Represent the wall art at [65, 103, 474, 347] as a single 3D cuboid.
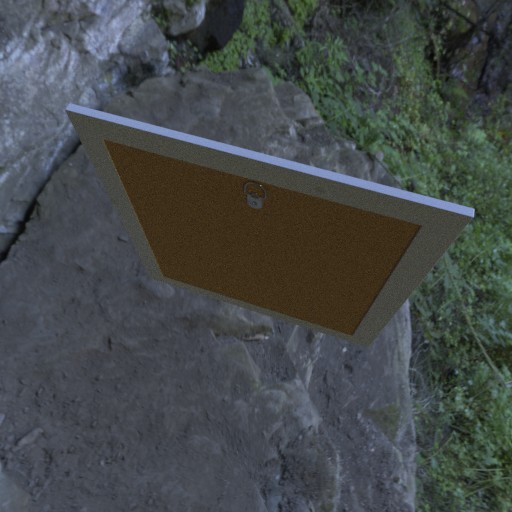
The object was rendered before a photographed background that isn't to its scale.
[{"bbox_3d":[0.000,0.000,0.848,0.572,0.577,0.015,17,64,8],"label":"wall art"}]
